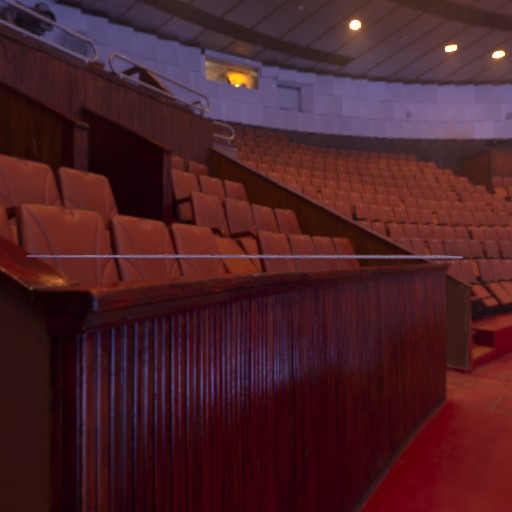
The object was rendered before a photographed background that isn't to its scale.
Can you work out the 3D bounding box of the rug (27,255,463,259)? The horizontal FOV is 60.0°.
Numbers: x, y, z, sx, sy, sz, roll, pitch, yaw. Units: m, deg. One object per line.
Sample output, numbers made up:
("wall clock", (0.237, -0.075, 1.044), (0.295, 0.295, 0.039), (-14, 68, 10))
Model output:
("rug", (0.000, 0.000, 2.891), (2.284, 0.008, 1.522), (0, 0, 18))
